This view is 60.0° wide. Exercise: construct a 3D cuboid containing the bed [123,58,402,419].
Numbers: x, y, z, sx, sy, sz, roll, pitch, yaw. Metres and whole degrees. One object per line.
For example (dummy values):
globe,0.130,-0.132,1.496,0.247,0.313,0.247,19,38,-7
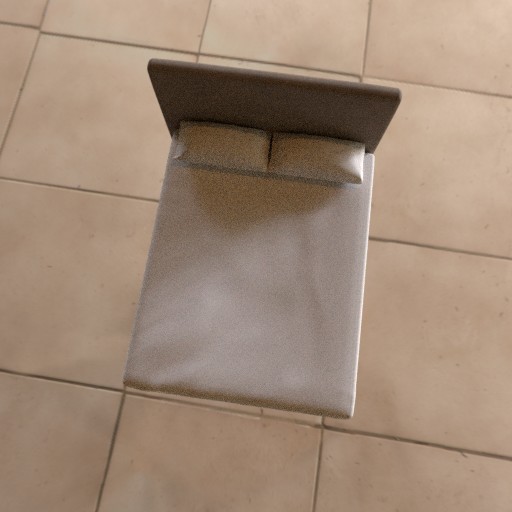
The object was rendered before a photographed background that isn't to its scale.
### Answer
bed,0.000,0.000,3.201,1.723,1.330,2.142,8,76,2
